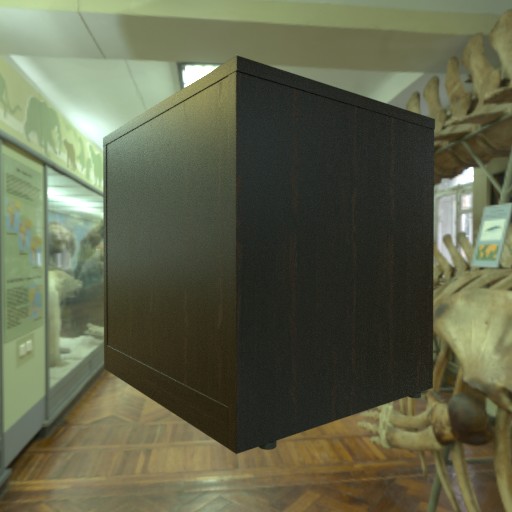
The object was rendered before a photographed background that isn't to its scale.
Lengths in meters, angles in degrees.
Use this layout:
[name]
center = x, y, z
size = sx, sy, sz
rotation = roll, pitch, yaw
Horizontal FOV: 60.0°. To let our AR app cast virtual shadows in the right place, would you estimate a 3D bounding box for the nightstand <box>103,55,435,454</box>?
[nightstand]
center = 0.000, 0.000, 0.855
size = 0.427, 0.487, 0.489
rotation = -1, 1, -37
